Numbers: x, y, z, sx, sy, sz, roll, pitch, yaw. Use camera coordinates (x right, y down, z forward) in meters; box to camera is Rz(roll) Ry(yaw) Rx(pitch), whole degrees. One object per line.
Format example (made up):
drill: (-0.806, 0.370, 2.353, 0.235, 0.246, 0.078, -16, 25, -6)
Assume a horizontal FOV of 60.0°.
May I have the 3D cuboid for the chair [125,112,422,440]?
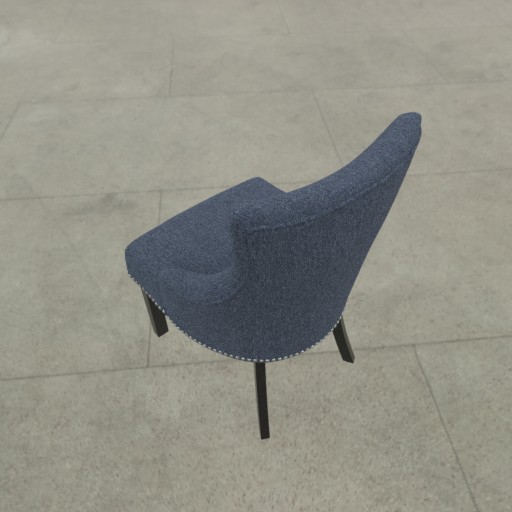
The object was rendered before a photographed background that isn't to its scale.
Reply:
chair: (0.000, 0.000, 1.265, 0.566, 0.909, 0.629, -32, 54, -27)
